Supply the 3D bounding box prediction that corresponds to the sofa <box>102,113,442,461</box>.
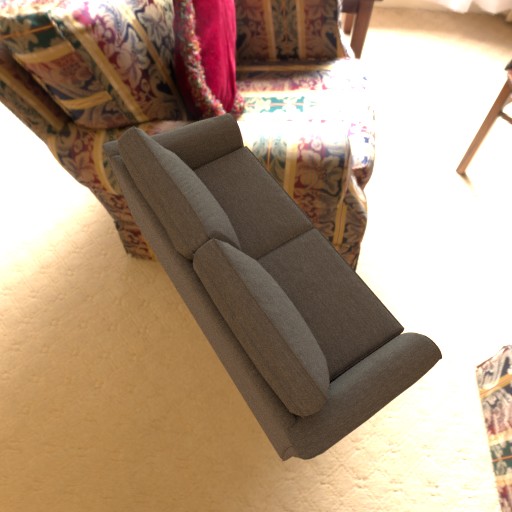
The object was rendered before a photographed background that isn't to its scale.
[{"bbox_3d":[0.000,0.000,2.761,0.971,0.950,2.270,-29,63,-16],"label":"sofa"}]
